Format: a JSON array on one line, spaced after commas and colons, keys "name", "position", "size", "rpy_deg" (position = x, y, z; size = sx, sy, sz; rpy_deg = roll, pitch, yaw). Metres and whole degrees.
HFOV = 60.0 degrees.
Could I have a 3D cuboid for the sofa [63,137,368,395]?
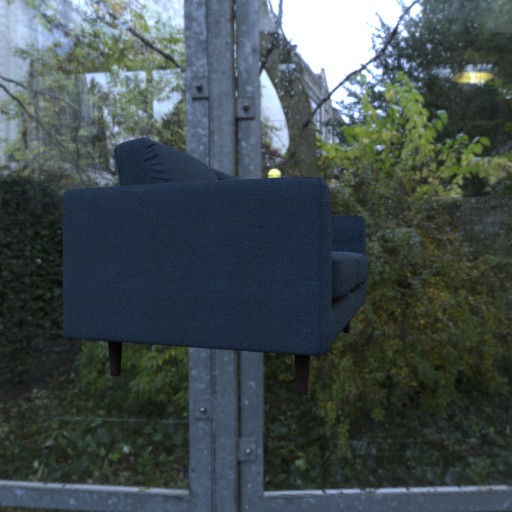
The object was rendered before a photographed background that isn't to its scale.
[{"name": "sofa", "position": [0.000, 0.000, 2.191], "size": [0.999, 0.930, 1.518], "rpy_deg": [0, 0, 18]}]
